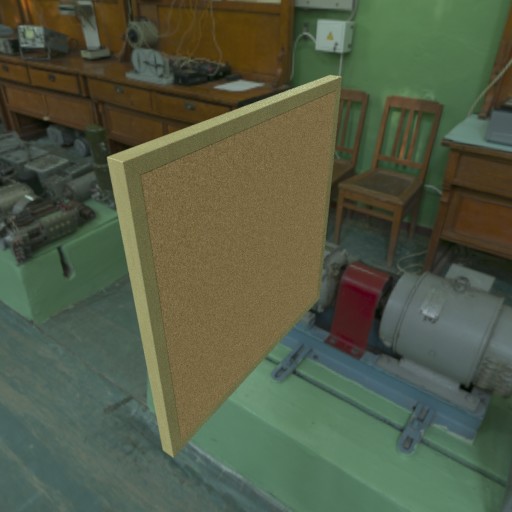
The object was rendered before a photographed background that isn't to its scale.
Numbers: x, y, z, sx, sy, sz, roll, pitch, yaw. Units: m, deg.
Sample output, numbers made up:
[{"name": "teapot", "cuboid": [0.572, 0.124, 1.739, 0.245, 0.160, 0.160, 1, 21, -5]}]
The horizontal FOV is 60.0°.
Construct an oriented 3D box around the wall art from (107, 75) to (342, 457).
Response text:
[{"name": "wall art", "cuboid": [0.000, 0.000, 1.152, 0.037, 0.763, 0.763, 21, 38, 29]}]
